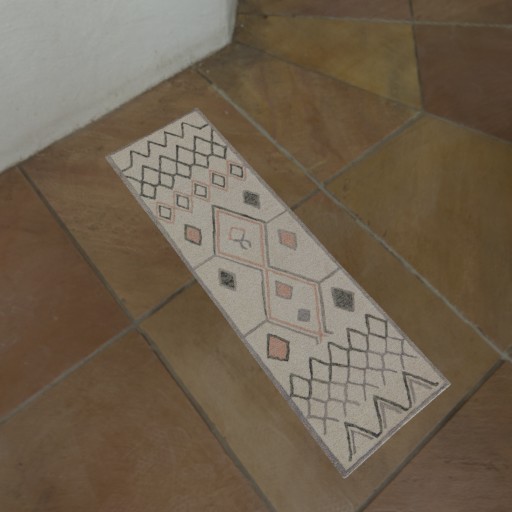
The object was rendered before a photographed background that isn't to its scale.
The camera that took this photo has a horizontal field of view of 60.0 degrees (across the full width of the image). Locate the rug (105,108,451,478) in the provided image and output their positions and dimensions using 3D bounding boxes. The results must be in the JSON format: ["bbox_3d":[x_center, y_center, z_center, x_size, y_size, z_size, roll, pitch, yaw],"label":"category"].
[{"bbox_3d":[0.000,0.000,2.671,0.750,0.011,2.435,-34,68,-15],"label":"rug"}]
